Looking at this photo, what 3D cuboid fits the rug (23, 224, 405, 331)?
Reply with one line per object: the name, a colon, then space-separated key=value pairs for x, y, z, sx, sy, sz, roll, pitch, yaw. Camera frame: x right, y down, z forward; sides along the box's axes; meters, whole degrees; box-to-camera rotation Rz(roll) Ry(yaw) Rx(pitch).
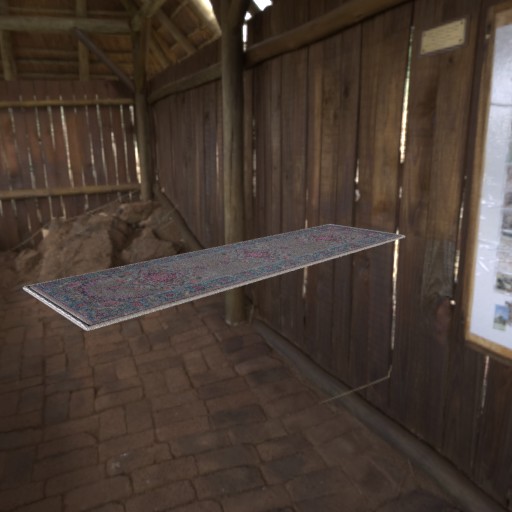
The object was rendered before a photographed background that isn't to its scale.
rug: x=0.000 y=0.000 z=2.541 sx=2.297 sy=0.019 sz=0.659 roll=-14 pitch=19 yaw=-43
